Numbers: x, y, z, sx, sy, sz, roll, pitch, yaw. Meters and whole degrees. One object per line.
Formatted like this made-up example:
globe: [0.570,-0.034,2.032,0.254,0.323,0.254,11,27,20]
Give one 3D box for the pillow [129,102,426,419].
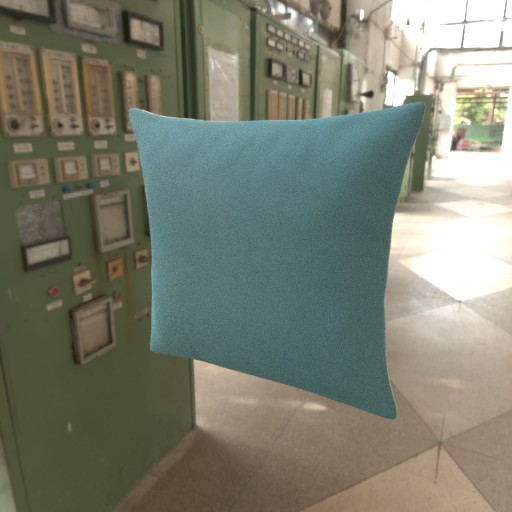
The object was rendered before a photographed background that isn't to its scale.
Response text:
pillow: [0.000,0.000,0.787,0.526,0.507,0.166,8,18,26]
